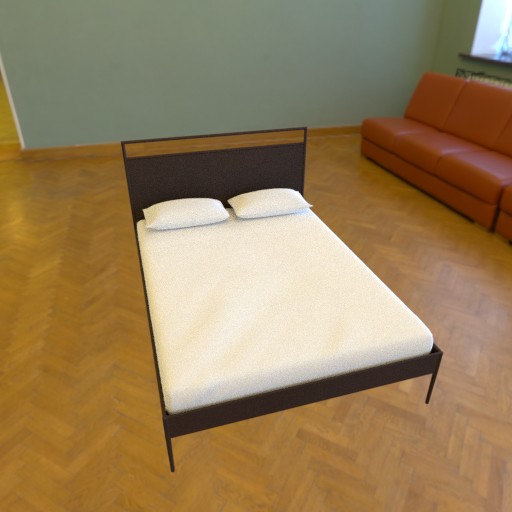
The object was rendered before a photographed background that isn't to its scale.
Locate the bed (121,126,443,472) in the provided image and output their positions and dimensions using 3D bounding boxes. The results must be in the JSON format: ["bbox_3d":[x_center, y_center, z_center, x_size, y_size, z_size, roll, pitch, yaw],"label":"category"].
[{"bbox_3d":[0.000,0.000,3.087,1.572,1.173,2.122,-9,31,-15],"label":"bed"}]
